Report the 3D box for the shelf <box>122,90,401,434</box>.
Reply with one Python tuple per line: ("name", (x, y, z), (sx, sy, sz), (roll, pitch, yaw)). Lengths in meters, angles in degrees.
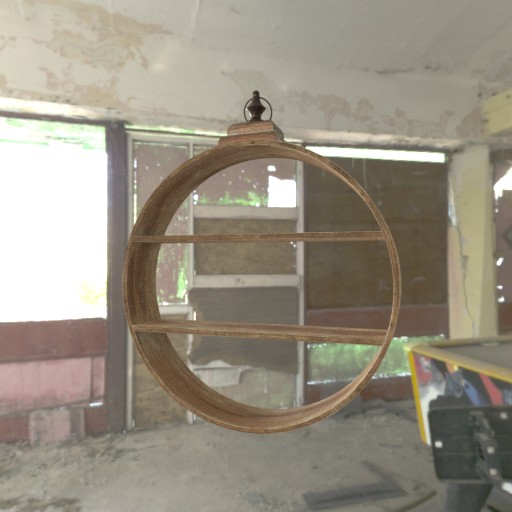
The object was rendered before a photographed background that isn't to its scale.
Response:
("shelf", (0.000, 0.000, 0.969), (0.601, 0.725, 0.125), (0, -1, 19))
